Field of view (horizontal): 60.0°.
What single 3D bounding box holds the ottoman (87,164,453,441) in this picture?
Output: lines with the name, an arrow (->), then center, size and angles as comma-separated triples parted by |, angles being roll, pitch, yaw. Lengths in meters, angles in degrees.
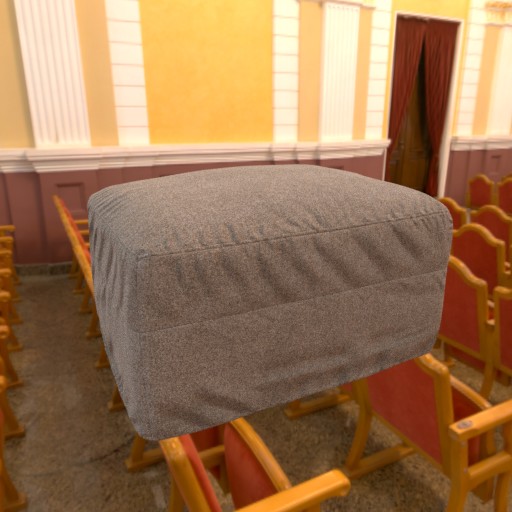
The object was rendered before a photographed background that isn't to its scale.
ottoman -> 0.000, 0.000, 1.240 | 0.837, 0.481, 0.683 | -9, 19, -26
